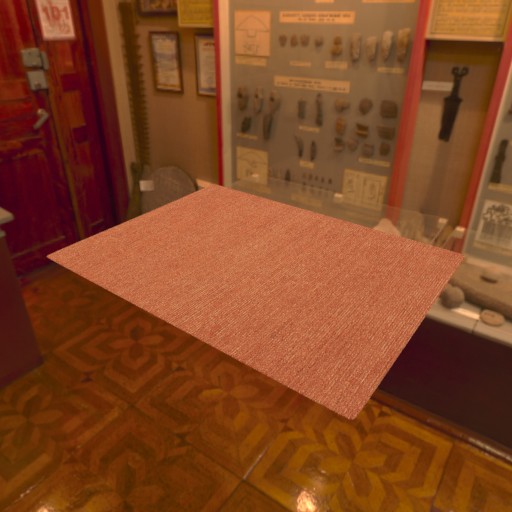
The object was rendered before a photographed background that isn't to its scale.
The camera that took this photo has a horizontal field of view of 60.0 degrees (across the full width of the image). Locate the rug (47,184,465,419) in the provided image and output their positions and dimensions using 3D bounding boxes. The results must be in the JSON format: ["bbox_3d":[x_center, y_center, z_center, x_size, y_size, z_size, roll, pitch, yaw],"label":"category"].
[{"bbox_3d":[0.000,0.000,2.783,2.112,0.009,1.594,20,36,31],"label":"rug"}]
